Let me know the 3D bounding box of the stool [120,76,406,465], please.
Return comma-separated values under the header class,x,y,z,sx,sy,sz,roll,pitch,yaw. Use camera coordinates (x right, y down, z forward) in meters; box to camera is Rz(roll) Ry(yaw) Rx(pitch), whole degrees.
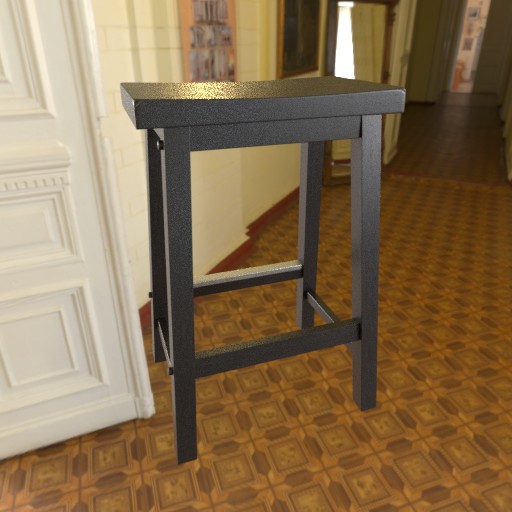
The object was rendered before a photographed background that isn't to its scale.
class,x,y,z,sx,sy,sz,roll,pitch,yaw
stool,0.000,0.000,0.842,0.406,0.610,0.322,-9,28,-17
